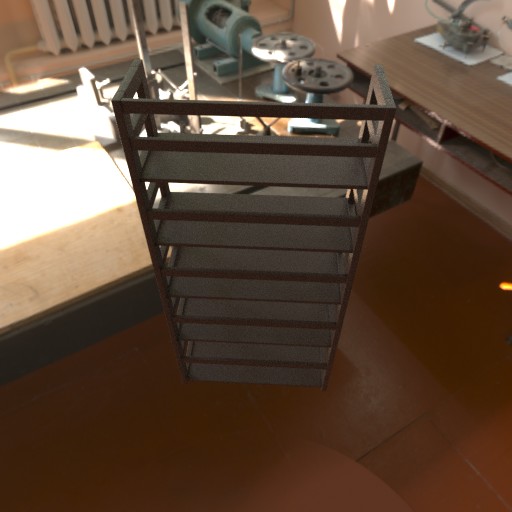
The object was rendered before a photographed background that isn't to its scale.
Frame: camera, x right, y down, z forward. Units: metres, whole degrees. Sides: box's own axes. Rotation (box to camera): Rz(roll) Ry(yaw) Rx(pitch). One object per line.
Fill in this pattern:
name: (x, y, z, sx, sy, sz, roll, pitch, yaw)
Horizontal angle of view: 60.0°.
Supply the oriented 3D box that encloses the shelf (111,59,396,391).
shelf: (0.000, 0.000, 1.896, 0.763, 1.600, 0.403, 2, 47, 2)
